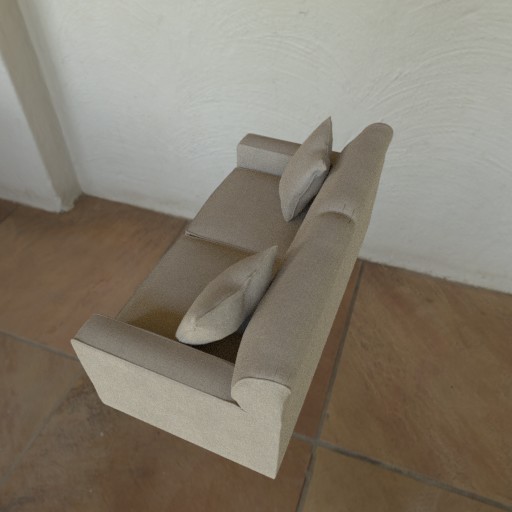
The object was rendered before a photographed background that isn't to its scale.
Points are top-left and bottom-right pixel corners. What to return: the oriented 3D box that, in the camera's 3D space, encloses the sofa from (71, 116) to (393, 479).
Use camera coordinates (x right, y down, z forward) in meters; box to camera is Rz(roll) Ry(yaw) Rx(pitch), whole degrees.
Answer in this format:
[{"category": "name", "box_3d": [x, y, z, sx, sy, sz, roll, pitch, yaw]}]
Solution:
[{"category": "sofa", "box_3d": [0.000, 0.000, 2.424, 0.998, 0.958, 1.846, 17, 47, 16]}]
